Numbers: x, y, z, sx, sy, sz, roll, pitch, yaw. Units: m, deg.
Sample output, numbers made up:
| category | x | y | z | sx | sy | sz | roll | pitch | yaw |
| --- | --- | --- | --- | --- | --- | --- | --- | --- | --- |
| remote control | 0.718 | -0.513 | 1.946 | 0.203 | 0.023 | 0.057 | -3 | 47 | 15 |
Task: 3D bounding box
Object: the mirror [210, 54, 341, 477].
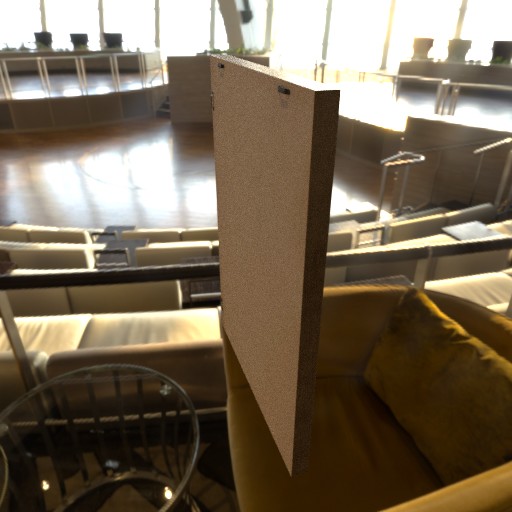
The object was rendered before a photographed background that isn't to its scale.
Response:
| category | x | y | z | sx | sy | sz | roll | pitch | yaw |
| --- | --- | --- | --- | --- | --- | --- | --- | --- | --- |
| mirror | 0.000 | 0.000 | 0.902 | 0.040 | 0.710 | 0.507 | -10 | 30 | -17 |
